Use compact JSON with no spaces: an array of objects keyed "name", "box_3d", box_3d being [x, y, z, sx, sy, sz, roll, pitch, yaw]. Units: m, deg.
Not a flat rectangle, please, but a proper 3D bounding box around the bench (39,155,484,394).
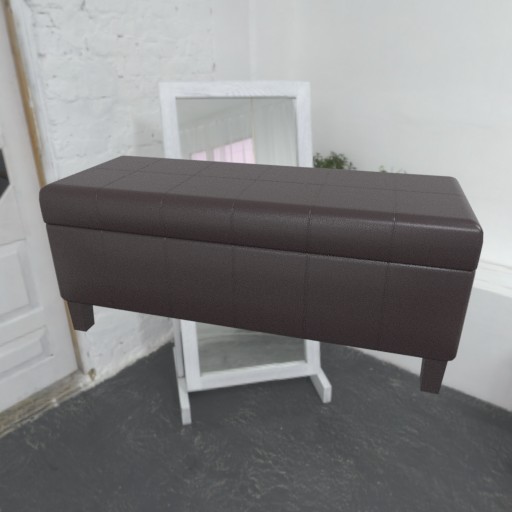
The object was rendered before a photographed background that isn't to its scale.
[{"name":"bench","box_3d":[0.000,0.000,1.306,1.092,0.457,0.429,7,26,14]}]
